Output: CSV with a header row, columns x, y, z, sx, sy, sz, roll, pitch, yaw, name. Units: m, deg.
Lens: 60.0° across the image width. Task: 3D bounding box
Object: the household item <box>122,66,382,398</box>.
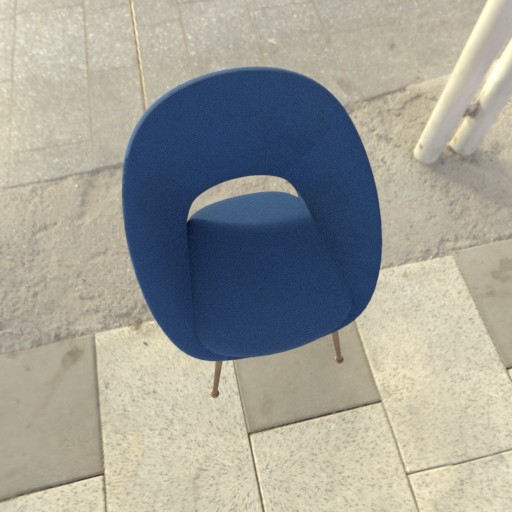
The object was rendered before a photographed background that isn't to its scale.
x,y,z,sx,sy,sz,roll,pitch,yaw,name
0.000,0.000,1.266,0.623,0.852,0.573,-14,65,-7,household item
